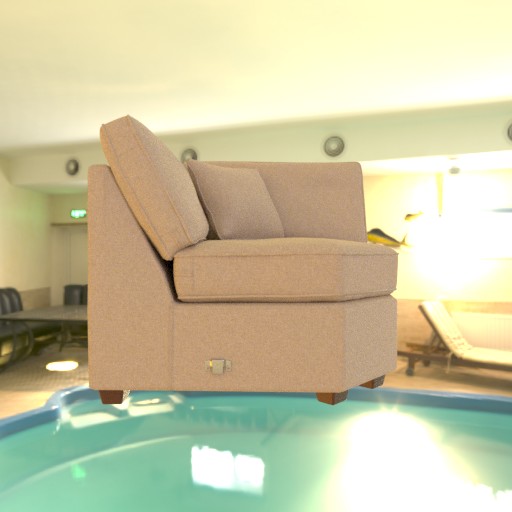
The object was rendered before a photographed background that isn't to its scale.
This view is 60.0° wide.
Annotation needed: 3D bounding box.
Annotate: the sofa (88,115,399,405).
[{"bbox_3d":[0.000,0.000,1.827,1.042,0.937,1.050,0,0,1],"label":"sofa"}]
